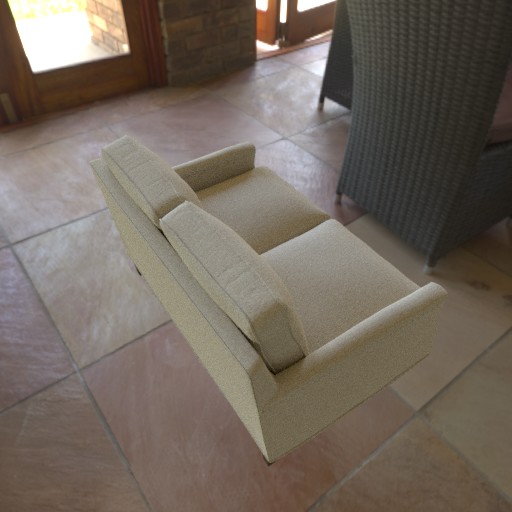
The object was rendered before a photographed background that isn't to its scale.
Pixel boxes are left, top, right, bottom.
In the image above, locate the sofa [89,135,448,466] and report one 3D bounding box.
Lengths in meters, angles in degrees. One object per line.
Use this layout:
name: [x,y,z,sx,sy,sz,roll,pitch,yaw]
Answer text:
sofa: [0.000,0.000,2.265,1.084,1.003,1.597,-25,49,-24]
